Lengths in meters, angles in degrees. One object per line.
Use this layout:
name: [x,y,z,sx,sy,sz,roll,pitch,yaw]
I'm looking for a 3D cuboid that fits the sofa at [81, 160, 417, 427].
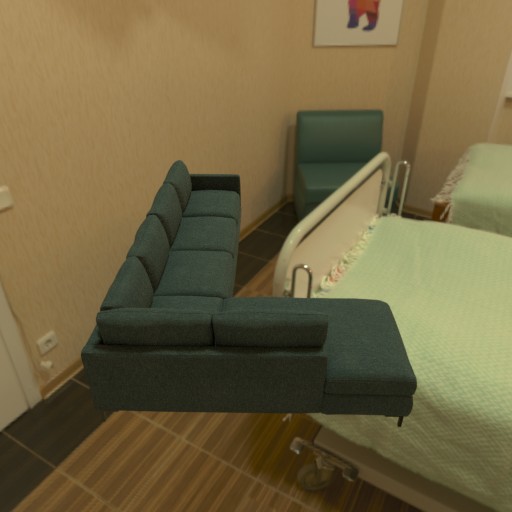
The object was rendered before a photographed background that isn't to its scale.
sofa: [0.000,0.000,3.889,2.007,0.815,2.949,0,31,1]
